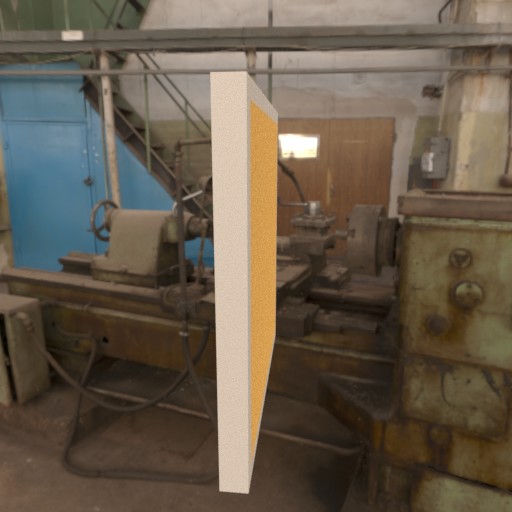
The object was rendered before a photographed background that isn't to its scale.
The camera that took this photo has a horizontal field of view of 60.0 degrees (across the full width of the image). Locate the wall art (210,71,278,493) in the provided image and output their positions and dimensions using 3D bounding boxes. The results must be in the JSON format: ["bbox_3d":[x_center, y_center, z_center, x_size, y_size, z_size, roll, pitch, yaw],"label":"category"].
[{"bbox_3d":[0.000,0.000,1.929,0.098,1.291,1.289,1,13,6],"label":"wall art"}]
